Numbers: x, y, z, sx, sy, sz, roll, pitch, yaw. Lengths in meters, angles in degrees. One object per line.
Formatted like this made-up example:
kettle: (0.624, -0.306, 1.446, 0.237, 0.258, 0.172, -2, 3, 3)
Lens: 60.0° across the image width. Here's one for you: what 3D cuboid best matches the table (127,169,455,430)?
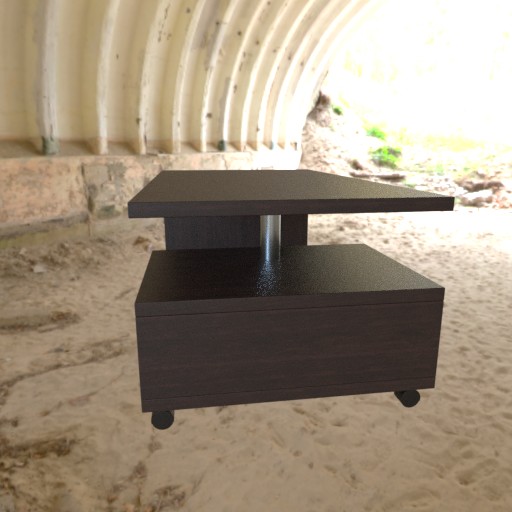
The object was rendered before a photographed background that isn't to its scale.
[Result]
table: (0.000, 0.000, 1.338, 0.590, 0.460, 1.050, -2, 14, -8)
